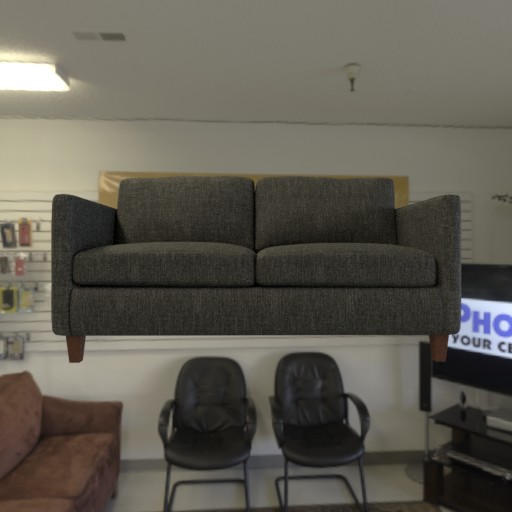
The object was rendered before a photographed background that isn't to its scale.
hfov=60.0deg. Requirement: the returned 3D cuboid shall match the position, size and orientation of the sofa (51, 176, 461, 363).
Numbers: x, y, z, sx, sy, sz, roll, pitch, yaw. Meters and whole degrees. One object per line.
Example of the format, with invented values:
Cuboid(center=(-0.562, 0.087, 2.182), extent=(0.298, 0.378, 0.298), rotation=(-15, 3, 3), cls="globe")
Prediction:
Cuboid(center=(0.000, 0.000, 2.445), extent=(1.884, 0.963, 0.950), rotation=(0, 1, -1), cls="sofa")
